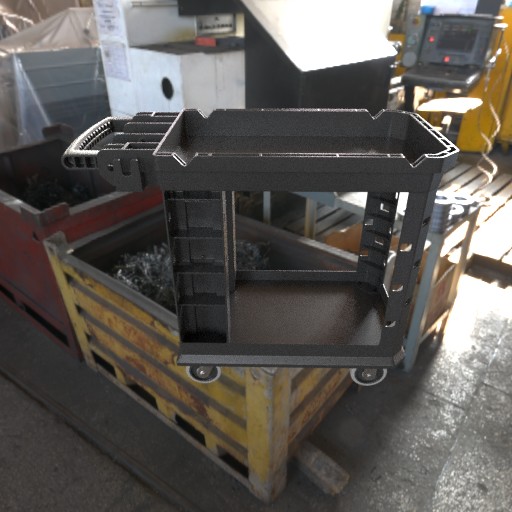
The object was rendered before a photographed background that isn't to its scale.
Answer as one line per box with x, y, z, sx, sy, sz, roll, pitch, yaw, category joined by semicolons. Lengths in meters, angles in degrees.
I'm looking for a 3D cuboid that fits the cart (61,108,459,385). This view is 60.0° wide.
0.000;0.000;1.544;1.061;0.884;0.497;1;31;1;cart
